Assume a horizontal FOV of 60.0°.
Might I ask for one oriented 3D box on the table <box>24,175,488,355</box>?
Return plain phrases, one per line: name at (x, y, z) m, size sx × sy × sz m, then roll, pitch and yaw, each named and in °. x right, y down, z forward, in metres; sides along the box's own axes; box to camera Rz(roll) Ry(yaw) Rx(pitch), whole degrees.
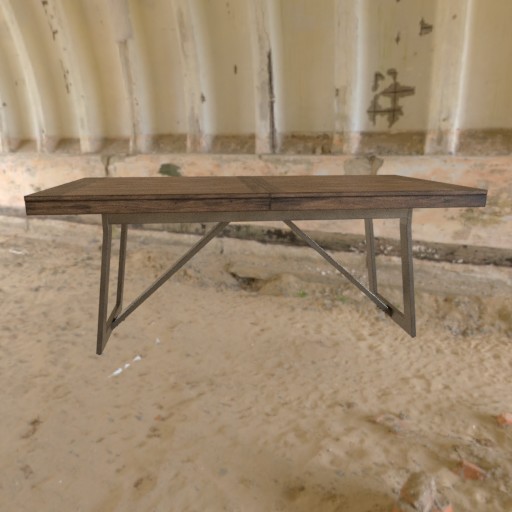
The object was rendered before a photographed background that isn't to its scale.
table at (0.000, 0.000, 2.311) m, size 1.867 × 0.757 × 0.931 m, roll -2°, pitch 14°, yaw -7°
